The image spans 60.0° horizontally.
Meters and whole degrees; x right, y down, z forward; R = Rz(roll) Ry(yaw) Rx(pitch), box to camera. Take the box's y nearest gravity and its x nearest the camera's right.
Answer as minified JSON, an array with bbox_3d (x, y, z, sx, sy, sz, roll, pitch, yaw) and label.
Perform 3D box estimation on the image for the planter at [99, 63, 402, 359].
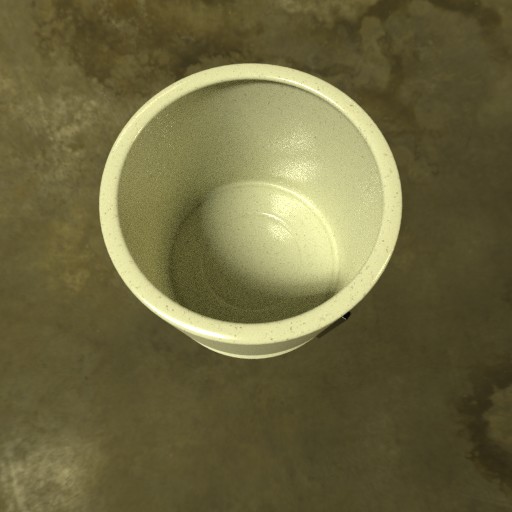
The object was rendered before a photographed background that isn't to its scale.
[{"bbox_3d":[0.000,0.000,0.332,0.159,0.230,0.152,37,77,10],"label":"planter"}]
